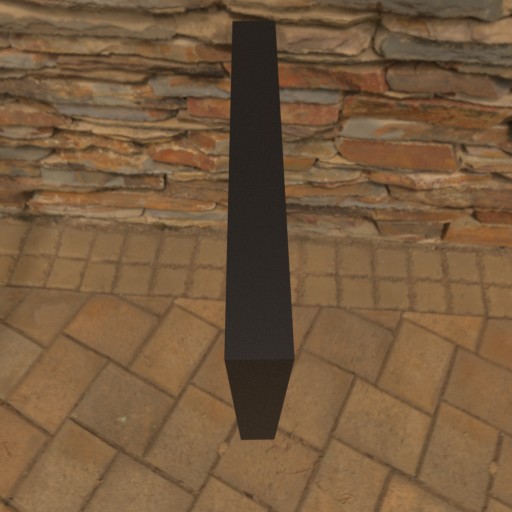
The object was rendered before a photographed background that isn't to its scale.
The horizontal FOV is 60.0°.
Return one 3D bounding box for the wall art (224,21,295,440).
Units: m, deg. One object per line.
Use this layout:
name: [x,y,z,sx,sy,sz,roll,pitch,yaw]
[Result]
wall art: [0.000,0.000,0.447,0.038,0.304,0.305,-1,60,0]
